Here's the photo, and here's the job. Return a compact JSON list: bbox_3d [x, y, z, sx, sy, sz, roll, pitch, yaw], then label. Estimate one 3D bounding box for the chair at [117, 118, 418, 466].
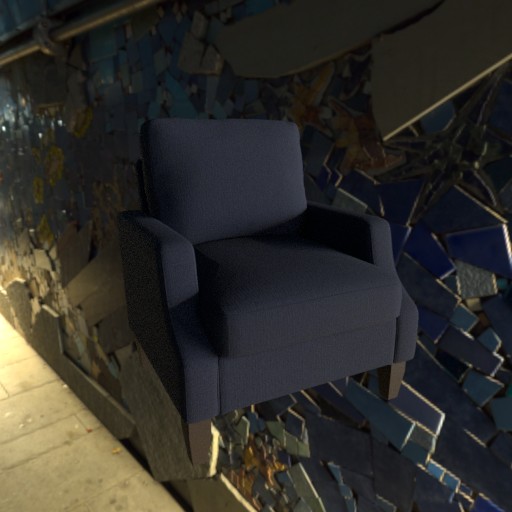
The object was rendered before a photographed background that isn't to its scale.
[{"bbox_3d":[0.000,0.000,1.648,0.855,0.991,0.897,-8,17,-26],"label":"chair"}]
